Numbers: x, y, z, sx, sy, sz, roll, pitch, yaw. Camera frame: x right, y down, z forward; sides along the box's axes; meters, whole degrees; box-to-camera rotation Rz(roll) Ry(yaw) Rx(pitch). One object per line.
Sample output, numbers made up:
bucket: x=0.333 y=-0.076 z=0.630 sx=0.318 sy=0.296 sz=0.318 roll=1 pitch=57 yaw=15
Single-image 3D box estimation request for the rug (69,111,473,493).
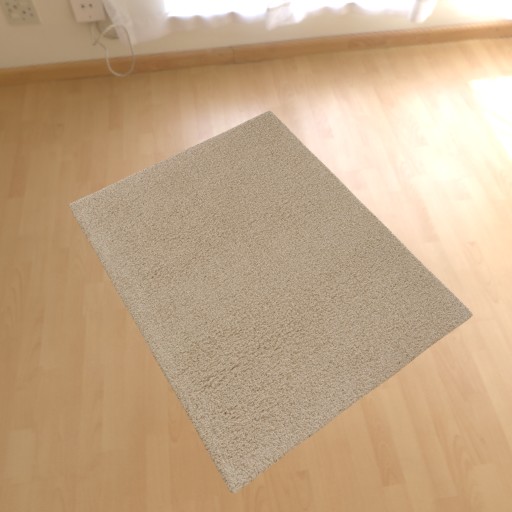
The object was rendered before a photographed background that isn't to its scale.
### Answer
rug: x=0.000 y=0.000 z=4.080 sx=2.438 sy=0.029 sz=3.047 roll=-30 pitch=64 yaw=-17
